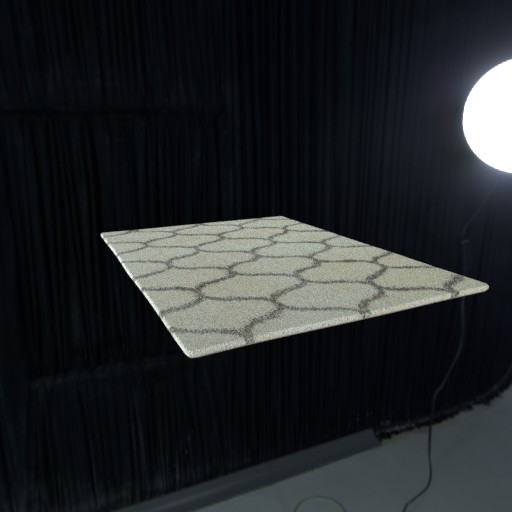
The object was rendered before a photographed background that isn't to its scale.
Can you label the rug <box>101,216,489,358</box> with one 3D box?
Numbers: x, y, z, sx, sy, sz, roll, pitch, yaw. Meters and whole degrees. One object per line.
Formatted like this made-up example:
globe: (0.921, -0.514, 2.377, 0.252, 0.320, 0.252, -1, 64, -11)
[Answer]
rug: (0.000, 0.000, 2.114, 1.200, 0.025, 1.600, -8, 17, -25)
